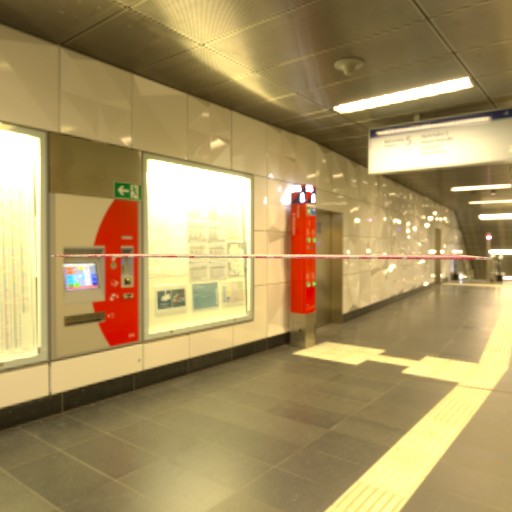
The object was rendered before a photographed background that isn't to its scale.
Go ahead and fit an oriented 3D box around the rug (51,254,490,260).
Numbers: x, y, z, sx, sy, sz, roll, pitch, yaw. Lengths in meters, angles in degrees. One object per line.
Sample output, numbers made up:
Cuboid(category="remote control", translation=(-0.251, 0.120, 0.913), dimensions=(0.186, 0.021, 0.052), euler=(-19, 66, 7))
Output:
Cuboid(category="rug", translation=(0.000, 0.000, 2.729), dimensions=(2.458, 0.011, 0.787), euler=(0, 1, 18))
